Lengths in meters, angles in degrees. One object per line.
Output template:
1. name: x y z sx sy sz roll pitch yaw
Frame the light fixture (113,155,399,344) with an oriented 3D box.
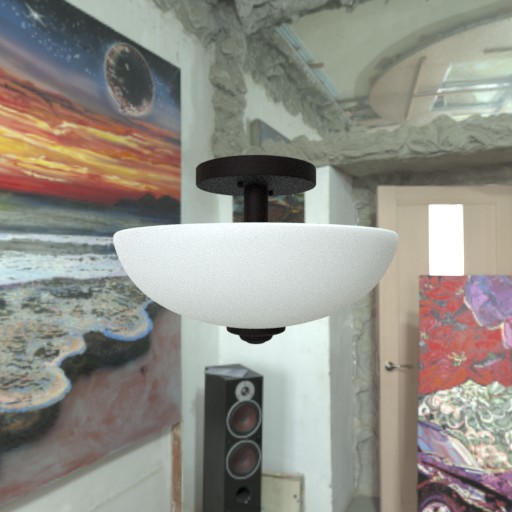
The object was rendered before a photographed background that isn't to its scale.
1. light fixture: 0.000 0.000 0.540 0.331 0.212 0.331 0 -2 0
